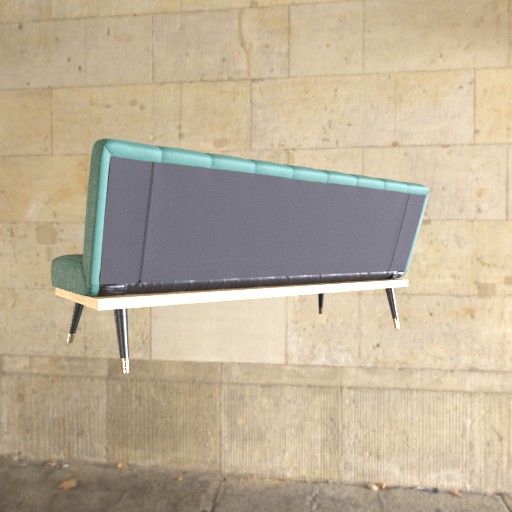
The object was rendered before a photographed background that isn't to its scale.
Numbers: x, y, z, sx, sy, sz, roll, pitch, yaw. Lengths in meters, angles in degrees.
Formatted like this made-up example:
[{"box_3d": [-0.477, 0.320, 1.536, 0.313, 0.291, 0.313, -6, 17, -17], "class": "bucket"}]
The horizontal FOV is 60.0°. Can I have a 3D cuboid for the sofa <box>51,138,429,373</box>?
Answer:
[{"box_3d": [0.000, 0.000, 2.277, 1.810, 0.820, 0.830, -1, 1, -36], "class": "sofa"}]
